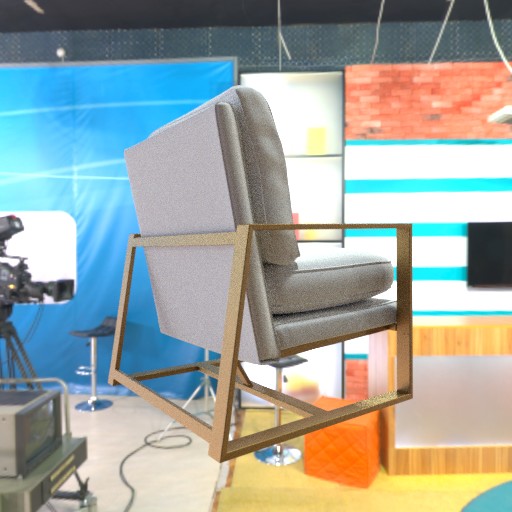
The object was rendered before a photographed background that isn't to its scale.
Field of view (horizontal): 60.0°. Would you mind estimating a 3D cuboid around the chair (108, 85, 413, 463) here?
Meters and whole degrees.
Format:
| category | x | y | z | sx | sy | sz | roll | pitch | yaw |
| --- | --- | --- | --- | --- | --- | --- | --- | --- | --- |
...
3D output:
| category | x | y | z | sx | sy | sz | roll | pitch | yaw |
| --- | --- | --- | --- | --- | --- | --- | --- | --- | --- |
| chair | 0.000 | 0.000 | 1.603 | 0.813 | 0.966 | 0.805 | 0 | 1 | -37 |
